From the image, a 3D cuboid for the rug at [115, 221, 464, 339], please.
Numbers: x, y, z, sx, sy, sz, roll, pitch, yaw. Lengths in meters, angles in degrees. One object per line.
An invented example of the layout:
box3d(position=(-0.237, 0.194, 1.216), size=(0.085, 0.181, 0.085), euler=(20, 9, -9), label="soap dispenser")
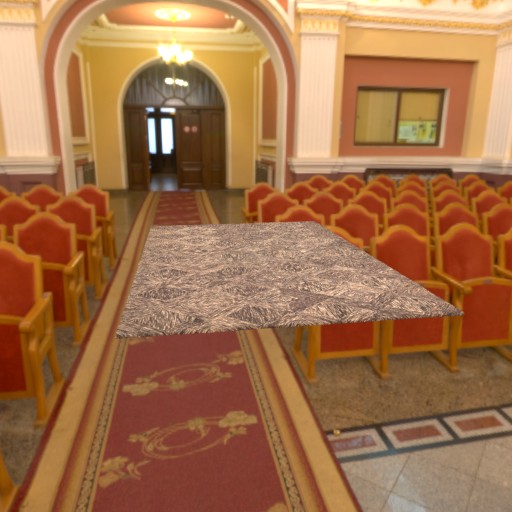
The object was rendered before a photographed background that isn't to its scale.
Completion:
box3d(position=(0.000, 0.000, 2.317), size=(1.189, 0.011, 1.808), euler=(-2, 15, -9), label="rug")
